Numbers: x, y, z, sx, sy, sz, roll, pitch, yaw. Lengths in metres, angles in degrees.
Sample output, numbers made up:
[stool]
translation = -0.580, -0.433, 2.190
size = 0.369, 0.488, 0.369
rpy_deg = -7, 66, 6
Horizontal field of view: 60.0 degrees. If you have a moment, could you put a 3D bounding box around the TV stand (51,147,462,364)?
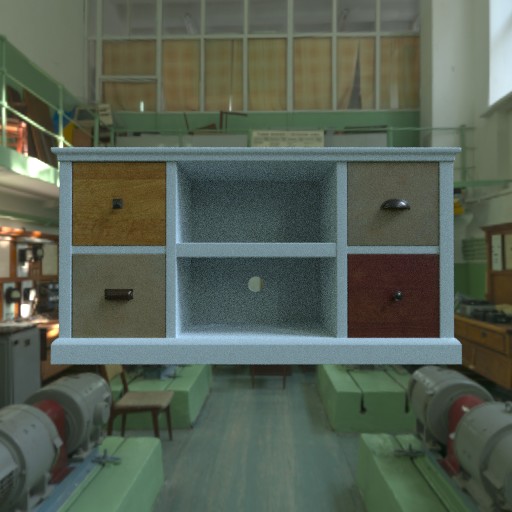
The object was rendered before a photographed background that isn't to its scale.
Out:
[TV stand]
translation = 0.000, 0.000, 1.476
size = 1.187, 0.624, 0.424
rpy_deg = 0, -1, 0
